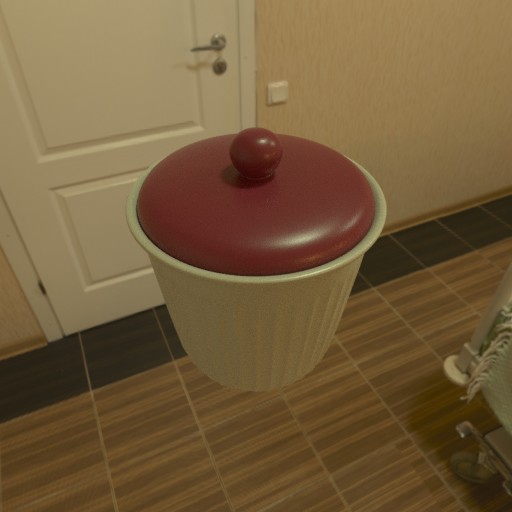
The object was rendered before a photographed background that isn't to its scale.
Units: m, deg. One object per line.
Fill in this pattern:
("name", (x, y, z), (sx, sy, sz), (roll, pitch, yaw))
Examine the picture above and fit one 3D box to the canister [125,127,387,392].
("canister", (0.000, 0.000, 0.352), (0.181, 0.211, 0.181), (0, 41, 0))
